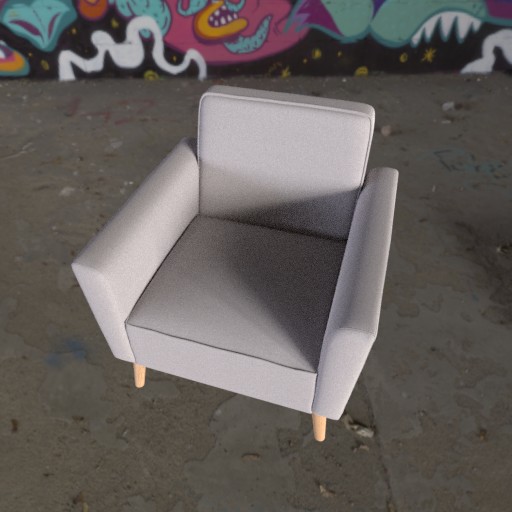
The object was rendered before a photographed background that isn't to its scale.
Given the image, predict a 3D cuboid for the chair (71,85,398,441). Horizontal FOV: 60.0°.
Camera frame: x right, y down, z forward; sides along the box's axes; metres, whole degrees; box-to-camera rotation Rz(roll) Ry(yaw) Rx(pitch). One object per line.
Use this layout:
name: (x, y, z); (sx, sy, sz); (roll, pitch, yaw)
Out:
chair: (0.000, 0.000, 1.426); (0.780, 0.780, 0.750); (12, 44, 13)
